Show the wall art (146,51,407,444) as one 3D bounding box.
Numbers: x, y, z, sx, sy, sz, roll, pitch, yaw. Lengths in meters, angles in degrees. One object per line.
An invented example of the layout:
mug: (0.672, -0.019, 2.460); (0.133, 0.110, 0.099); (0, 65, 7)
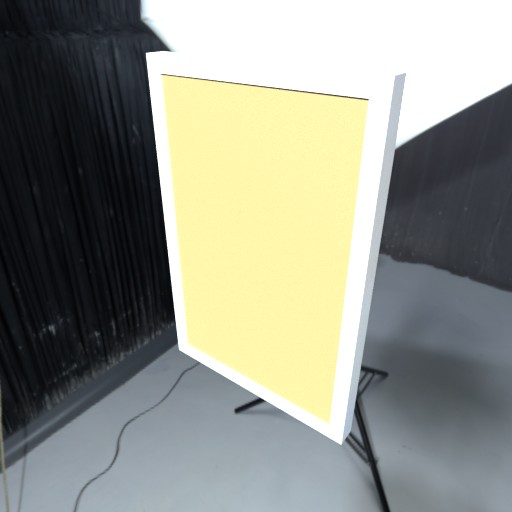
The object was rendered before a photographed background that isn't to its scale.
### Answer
wall art: (0.000, 0.000, 0.754); (0.408, 0.611, 0.038); (21, 36, 32)
